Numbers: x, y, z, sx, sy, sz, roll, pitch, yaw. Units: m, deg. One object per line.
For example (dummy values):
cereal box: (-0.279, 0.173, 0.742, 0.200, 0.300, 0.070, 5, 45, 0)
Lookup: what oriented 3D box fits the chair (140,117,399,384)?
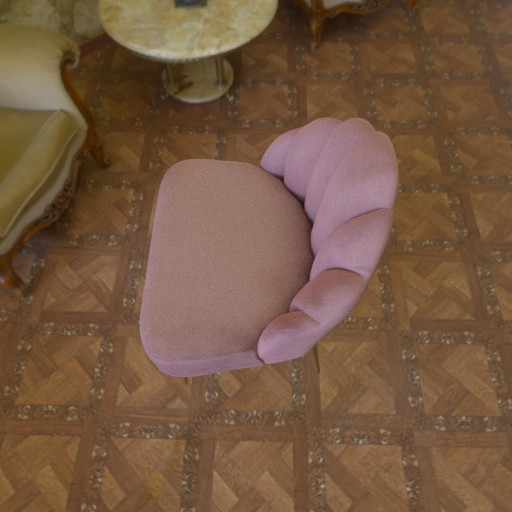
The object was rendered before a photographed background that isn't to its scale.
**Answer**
chair: (0.000, 0.000, 1.276, 0.599, 0.819, 0.657, 0, 58, 0)
